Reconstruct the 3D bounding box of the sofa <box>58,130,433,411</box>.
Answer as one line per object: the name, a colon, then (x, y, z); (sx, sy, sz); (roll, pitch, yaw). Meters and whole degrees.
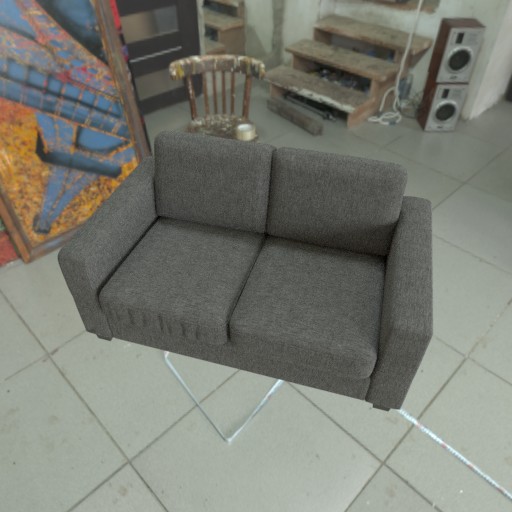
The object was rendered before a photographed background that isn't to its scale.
sofa: (0.000, 0.000, 2.069); (1.520, 0.800, 0.900); (11, 44, 12)
